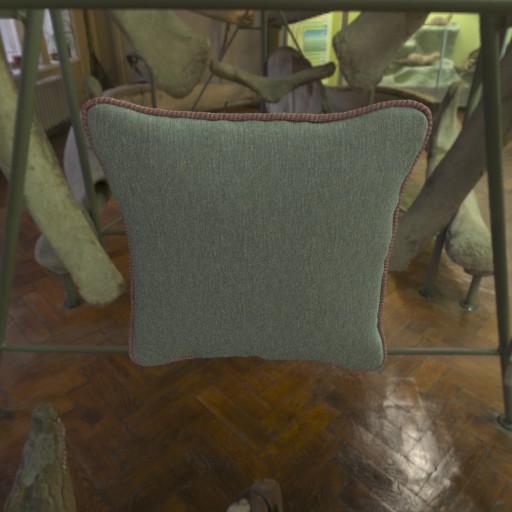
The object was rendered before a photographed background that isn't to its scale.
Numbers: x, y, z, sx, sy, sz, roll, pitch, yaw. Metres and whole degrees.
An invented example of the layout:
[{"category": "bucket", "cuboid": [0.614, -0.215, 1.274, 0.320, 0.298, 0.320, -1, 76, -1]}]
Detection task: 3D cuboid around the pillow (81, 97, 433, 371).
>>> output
[{"category": "pillow", "cuboid": [0.000, 0.000, 0.718, 0.482, 0.491, 0.124, 1, 30, 1]}]
